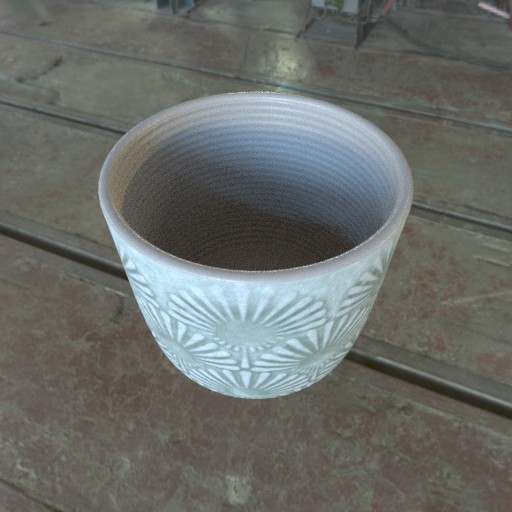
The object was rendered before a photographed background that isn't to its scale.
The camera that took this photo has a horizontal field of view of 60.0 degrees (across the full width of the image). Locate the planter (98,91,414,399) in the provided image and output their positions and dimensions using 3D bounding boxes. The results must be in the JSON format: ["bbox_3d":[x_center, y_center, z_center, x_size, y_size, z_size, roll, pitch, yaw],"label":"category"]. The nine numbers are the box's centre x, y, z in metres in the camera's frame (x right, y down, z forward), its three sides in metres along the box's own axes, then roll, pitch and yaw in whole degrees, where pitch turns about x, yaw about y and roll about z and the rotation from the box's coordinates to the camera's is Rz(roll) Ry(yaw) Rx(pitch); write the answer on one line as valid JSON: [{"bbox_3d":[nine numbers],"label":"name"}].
[{"bbox_3d":[0.000,0.000,0.218,0.124,0.109,0.124,0,47,0],"label":"planter"}]
